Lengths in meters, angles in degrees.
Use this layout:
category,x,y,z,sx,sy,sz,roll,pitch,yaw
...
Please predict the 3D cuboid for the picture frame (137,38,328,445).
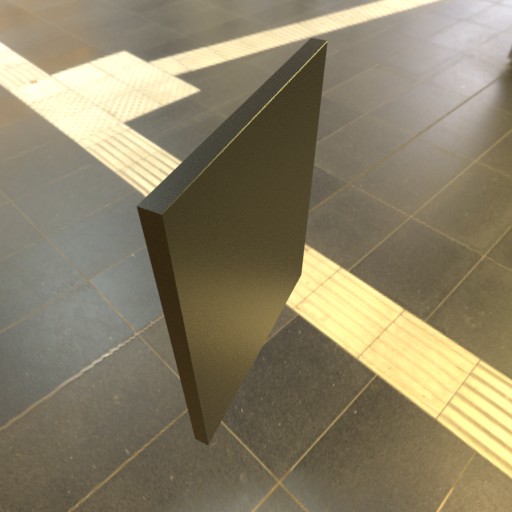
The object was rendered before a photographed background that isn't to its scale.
category,x,y,z,sx,sy,sz,roll,pitch,yaw
picture frame,0.000,0.000,0.757,0.028,0.556,0.460,19,49,17
